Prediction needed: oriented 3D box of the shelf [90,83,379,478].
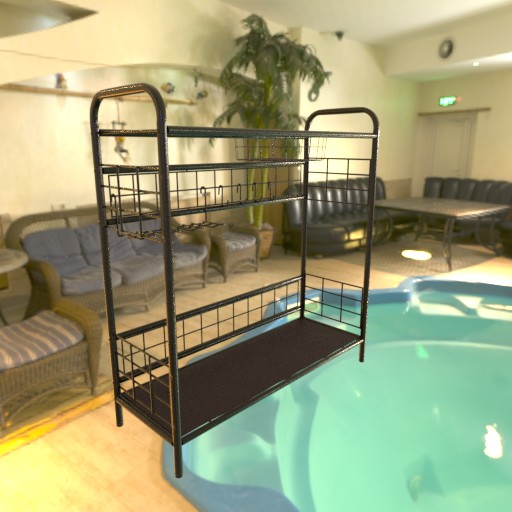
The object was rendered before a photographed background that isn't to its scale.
[{"bbox_3d":[0.000,0.000,1.534,0.350,1.026,0.961,13,19,43],"label":"shelf"}]
